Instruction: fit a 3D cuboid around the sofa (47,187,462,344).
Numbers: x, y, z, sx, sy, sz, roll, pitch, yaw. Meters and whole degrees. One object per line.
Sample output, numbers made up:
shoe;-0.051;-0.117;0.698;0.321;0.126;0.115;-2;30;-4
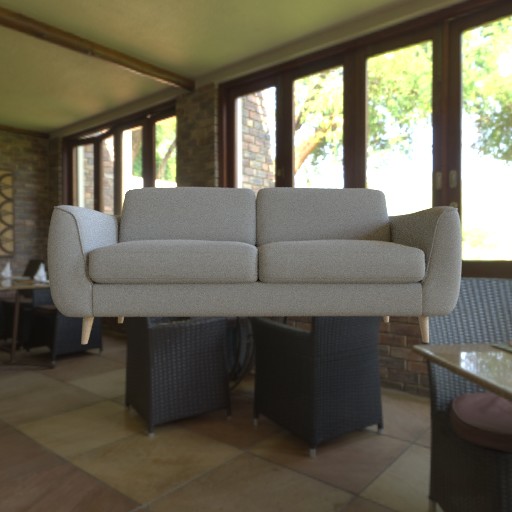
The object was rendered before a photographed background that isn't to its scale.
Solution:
sofa;0.000;0.000;2.499;2.000;0.850;0.920;0;1;-1
